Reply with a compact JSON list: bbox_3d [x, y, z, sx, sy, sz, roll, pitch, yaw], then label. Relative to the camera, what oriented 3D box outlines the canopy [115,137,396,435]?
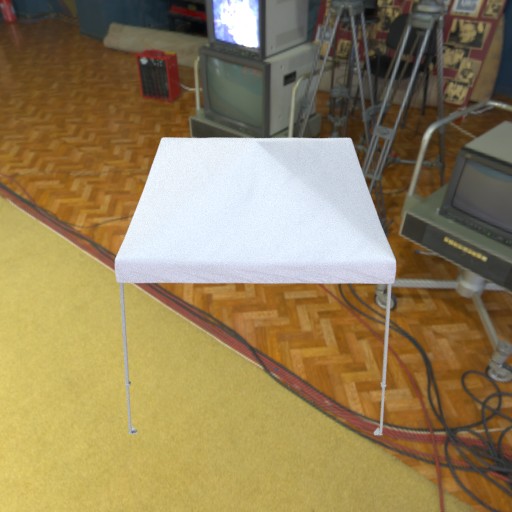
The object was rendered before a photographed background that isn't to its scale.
[{"bbox_3d":[0.000,0.000,5.161,2.849,2.850,2.850,0,40,0],"label":"canopy"}]
